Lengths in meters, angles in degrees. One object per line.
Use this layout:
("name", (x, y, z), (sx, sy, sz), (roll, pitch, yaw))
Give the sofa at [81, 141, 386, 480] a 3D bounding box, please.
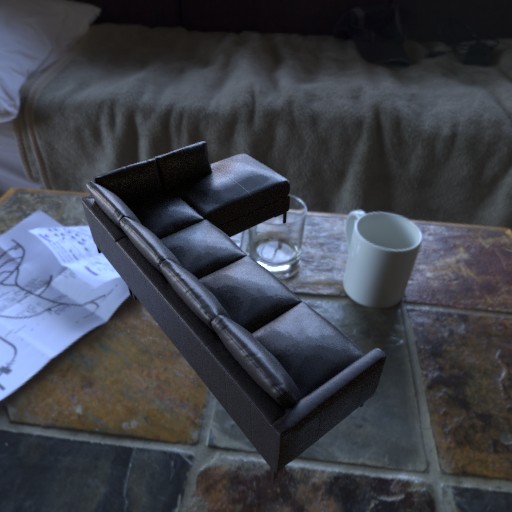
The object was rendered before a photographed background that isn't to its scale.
("sofa", (0.000, 0.000, 3.864), (1.938, 0.877, 2.984), (-27, 47, -28))
